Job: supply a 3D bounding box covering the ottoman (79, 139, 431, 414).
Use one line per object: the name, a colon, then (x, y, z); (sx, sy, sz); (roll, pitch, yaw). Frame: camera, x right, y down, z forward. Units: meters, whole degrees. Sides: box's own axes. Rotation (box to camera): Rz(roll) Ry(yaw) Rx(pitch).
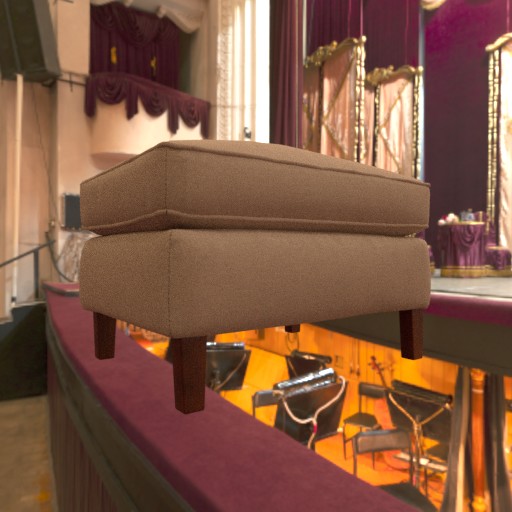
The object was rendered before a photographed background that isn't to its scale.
ottoman: (0.000, 0.000, 0.987); (0.665, 0.456, 0.501); (0, 0, -36)
